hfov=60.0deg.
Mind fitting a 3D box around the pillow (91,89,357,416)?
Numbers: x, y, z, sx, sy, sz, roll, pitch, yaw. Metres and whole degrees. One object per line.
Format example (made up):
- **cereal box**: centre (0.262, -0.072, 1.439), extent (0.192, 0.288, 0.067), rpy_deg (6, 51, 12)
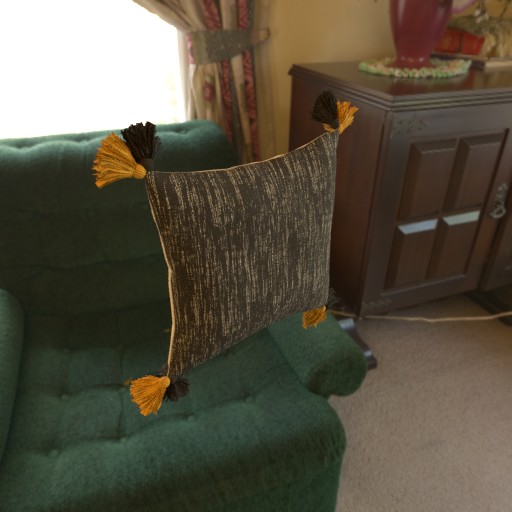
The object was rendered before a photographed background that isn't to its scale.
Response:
- **pillow**: centre (0.000, 0.000, 0.989), extent (0.654, 0.659, 0.139), rpy_deg (-21, 36, -32)
